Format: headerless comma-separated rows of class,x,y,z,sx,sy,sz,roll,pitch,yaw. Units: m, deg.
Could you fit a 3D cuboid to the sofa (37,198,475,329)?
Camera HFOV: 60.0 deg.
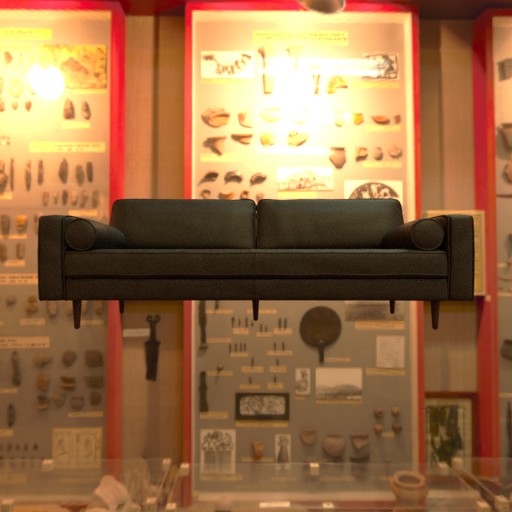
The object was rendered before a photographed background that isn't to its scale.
sofa,0.000,0.000,2.626,2.210,0.762,0.914,0,-1,1
